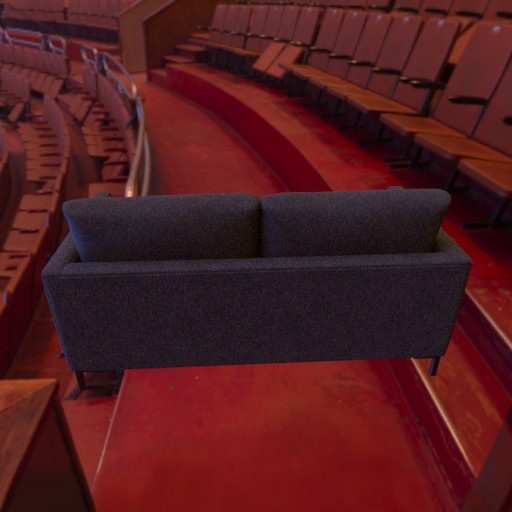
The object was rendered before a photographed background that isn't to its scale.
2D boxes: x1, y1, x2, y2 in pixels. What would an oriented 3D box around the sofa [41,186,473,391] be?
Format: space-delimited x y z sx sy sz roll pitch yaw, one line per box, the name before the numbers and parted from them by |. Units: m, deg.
sofa | 0.000 0.000 2.178 1.716 0.862 0.866 -2 30 -3
